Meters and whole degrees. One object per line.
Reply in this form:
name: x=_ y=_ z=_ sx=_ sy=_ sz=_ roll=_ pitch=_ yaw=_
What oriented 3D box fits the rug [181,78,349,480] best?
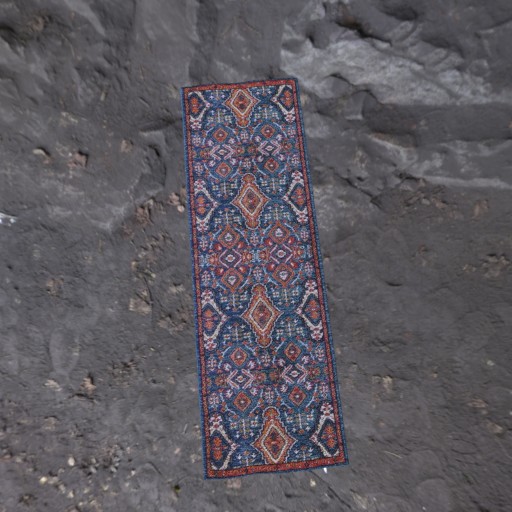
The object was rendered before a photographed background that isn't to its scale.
rug: x=0.000 y=0.000 z=2.713 sx=0.801 sy=0.010 sz=2.459 roll=-5 pitch=76 yaw=-1
